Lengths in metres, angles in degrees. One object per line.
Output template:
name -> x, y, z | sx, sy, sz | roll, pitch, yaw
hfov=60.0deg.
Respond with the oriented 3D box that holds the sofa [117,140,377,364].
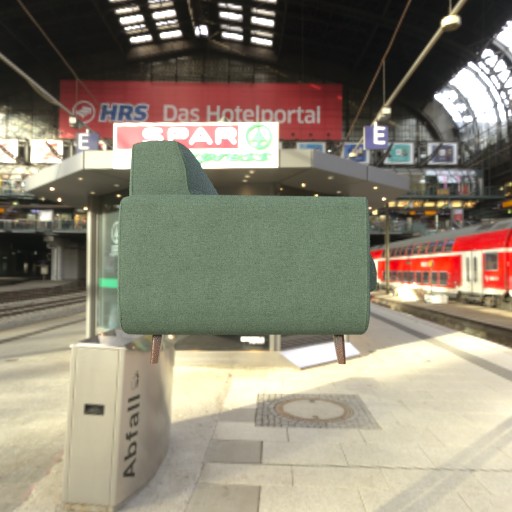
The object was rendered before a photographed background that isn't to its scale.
sofa -> 0.000, 0.000, 2.498 | 0.909, 0.841, 2.029 | 0, -2, 1
